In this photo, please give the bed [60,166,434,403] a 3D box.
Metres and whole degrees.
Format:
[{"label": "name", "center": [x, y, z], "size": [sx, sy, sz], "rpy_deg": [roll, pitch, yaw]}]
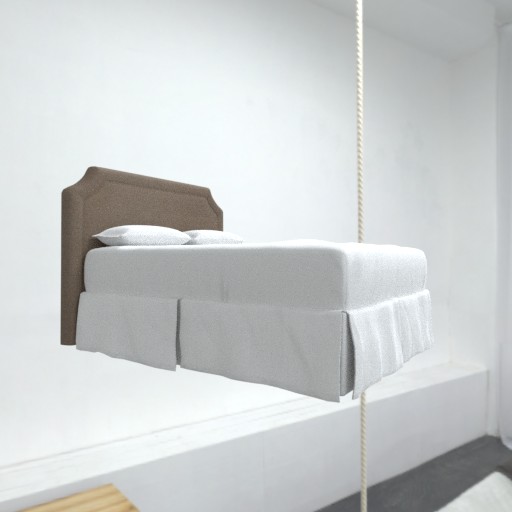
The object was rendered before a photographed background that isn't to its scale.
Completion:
[{"label": "bed", "center": [0.000, 0.000, 3.138], "size": [2.116, 1.290, 1.693], "rpy_deg": [0, 0, 34]}]
